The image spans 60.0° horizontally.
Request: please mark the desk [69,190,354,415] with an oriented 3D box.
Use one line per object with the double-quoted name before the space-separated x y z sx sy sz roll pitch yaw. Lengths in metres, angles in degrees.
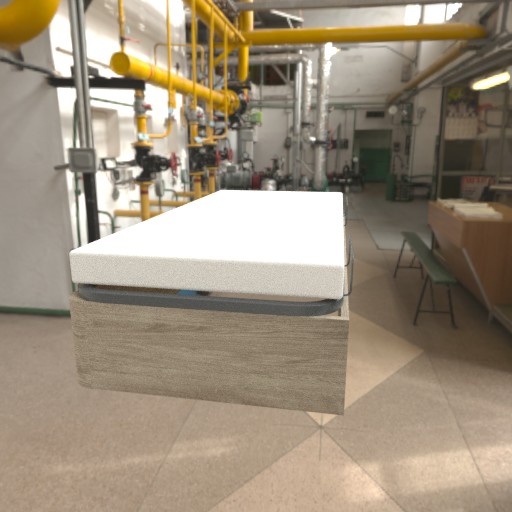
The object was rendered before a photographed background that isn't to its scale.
"desk" 0.000 0.000 2.235 0.900 0.455 1.900 3 15 10
